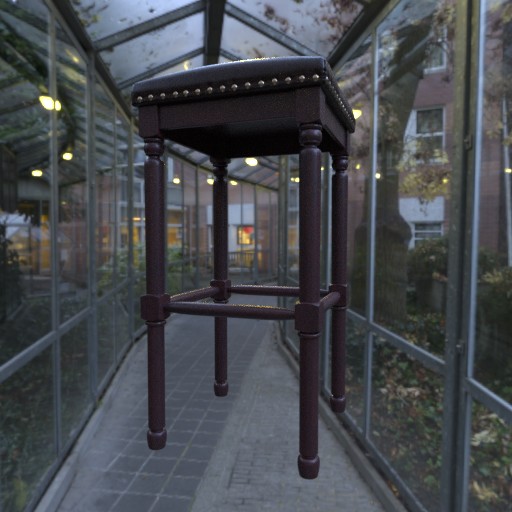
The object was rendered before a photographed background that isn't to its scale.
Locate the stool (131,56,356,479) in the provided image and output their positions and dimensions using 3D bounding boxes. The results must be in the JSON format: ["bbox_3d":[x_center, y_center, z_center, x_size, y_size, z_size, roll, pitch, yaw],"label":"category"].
[{"bbox_3d":[0.000,0.000,0.979,0.383,0.768,0.382,1,3,20],"label":"stool"}]
